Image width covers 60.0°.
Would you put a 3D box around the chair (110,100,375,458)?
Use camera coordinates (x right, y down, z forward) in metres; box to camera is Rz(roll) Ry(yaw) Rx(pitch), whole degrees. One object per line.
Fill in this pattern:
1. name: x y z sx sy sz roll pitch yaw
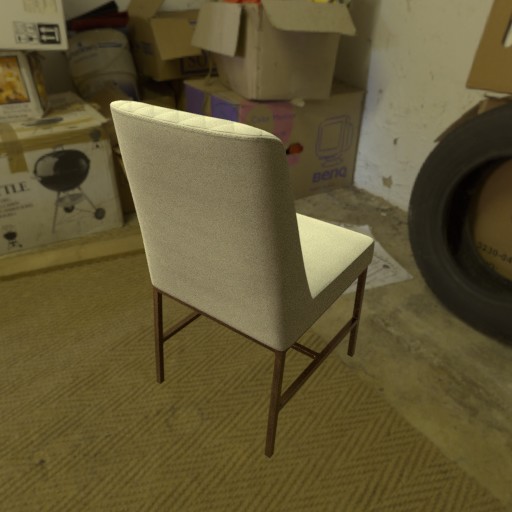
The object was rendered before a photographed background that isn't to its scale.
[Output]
1. chair: 0.000 0.000 1.308 0.503 0.933 0.597 22 37 31
